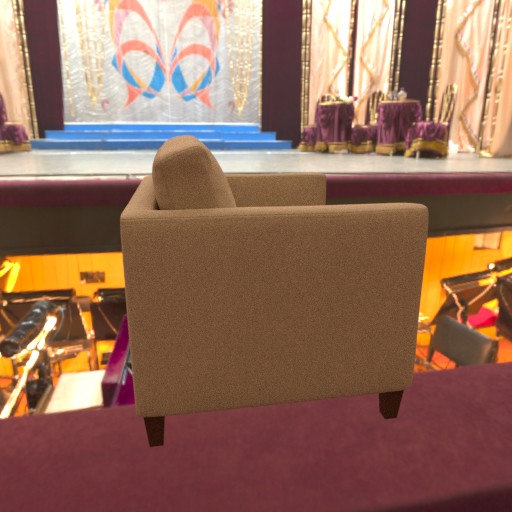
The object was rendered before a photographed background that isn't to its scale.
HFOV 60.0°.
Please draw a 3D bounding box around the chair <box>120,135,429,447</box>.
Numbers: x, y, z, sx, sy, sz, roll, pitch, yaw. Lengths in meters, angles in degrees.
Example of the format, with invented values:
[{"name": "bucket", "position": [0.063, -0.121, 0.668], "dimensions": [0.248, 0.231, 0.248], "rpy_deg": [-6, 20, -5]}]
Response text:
[{"name": "chair", "position": [0.000, 0.000, 1.840], "dimensions": [0.959, 0.961, 1.107], "rpy_deg": [-3, 16, -10]}]
